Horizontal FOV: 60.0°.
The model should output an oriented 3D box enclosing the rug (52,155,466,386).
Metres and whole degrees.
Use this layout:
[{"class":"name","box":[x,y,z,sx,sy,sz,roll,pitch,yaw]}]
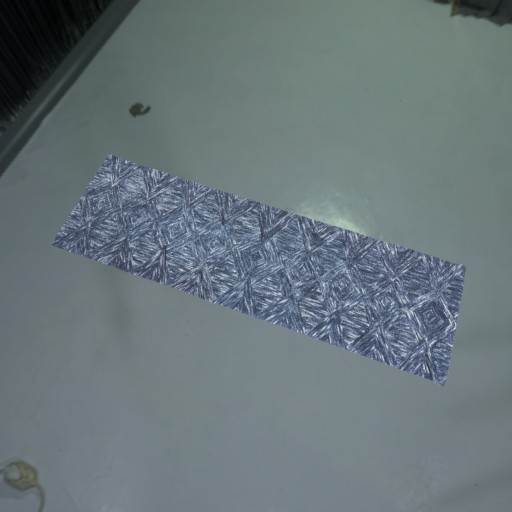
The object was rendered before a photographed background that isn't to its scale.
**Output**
[{"class":"rug","box":[0.000,0.000,2.559,2.306,0.013,0.719,18,66,9]}]
